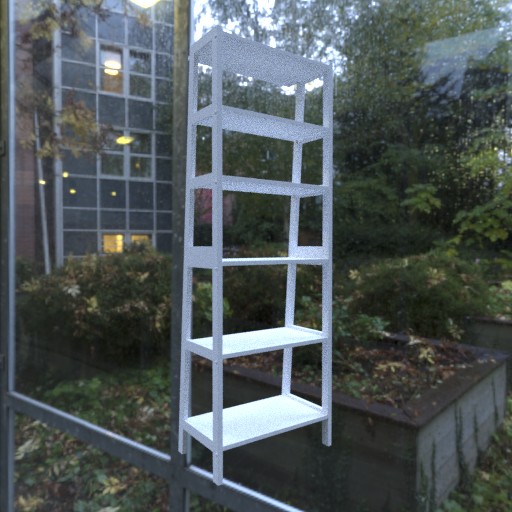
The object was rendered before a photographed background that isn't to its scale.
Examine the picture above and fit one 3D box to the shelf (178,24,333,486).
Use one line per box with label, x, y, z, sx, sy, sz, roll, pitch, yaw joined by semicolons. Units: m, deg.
shelf;0.000;0.000;2.160;0.660;1.892;0.381;-1;2;-35
